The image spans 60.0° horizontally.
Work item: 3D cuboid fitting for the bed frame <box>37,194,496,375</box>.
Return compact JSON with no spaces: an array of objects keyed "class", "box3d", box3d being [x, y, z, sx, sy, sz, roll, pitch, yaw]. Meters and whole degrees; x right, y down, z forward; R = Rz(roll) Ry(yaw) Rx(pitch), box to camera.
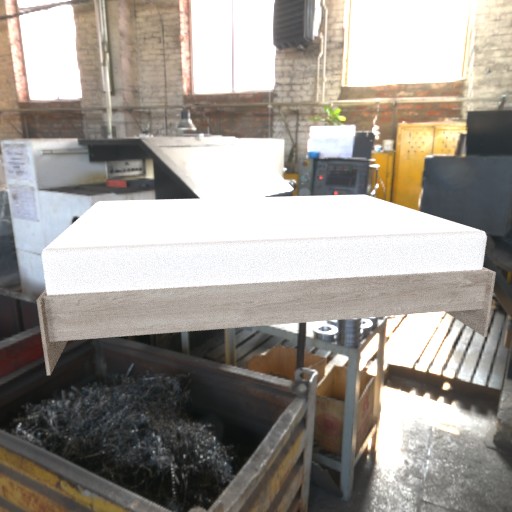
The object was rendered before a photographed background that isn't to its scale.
[{"class":"bed frame","box3d":[0.000,0.000,2.542,1.945,0.497,1.445,-3,15,-10]}]
